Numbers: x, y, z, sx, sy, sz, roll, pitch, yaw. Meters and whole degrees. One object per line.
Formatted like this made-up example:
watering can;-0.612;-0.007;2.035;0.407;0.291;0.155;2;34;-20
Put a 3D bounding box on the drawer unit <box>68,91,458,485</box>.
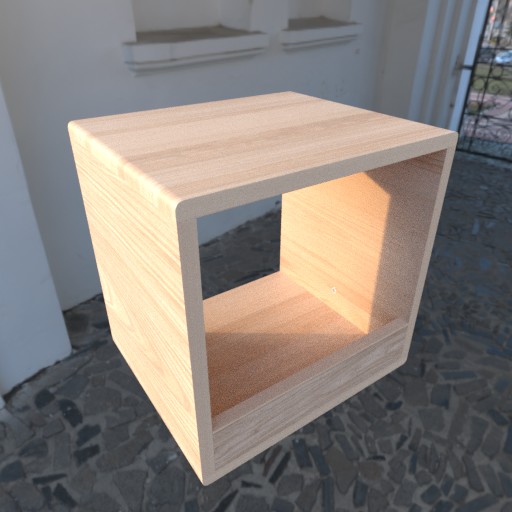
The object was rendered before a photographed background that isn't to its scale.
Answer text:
drawer unit;0.000;0.000;0.593;0.344;0.344;0.290;-19;36;-29
